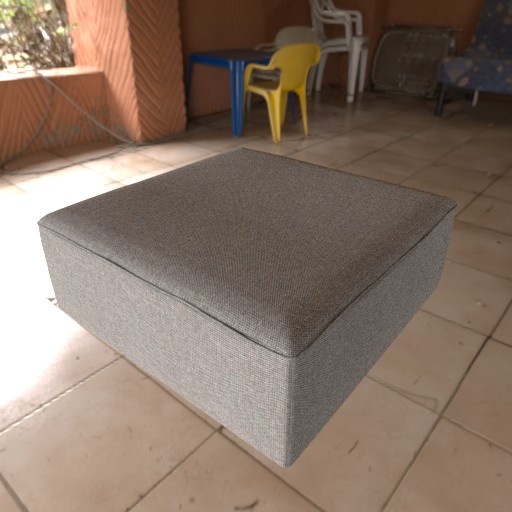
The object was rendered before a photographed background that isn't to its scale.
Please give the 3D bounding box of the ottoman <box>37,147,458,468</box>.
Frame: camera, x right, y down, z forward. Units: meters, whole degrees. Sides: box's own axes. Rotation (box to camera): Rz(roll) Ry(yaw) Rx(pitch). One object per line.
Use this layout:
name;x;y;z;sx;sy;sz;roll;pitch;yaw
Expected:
ottoman;0.000;0.000;1.545;1.017;0.423;1.023;23;37;33
